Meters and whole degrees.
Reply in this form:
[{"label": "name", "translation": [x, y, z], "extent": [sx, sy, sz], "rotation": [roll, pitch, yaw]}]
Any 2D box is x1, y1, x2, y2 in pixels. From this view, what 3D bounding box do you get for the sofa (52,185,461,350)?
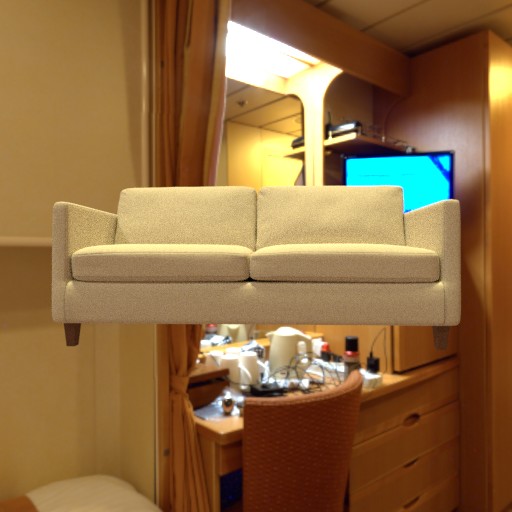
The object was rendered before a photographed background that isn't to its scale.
[{"label": "sofa", "translation": [0.000, 0.000, 2.560], "extent": [1.981, 0.889, 0.965], "rotation": [0, 0, 3]}]
